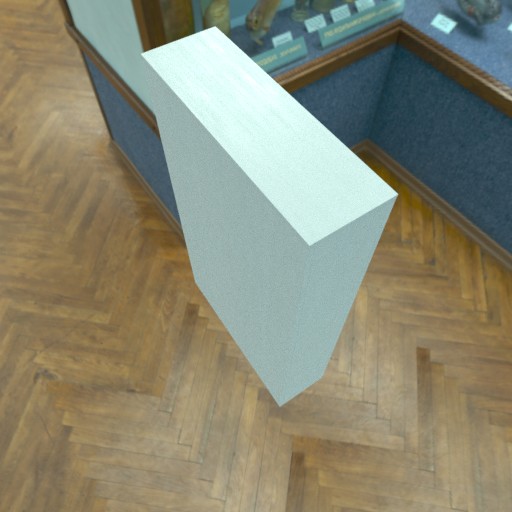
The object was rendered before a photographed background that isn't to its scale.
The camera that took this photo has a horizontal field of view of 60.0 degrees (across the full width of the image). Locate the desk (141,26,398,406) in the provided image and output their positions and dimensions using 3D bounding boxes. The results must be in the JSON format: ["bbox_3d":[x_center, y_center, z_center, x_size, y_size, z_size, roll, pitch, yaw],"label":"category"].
[{"bbox_3d":[0.000,0.000,1.610,0.250,1.280,0.750,-29,62,-17],"label":"desk"}]
